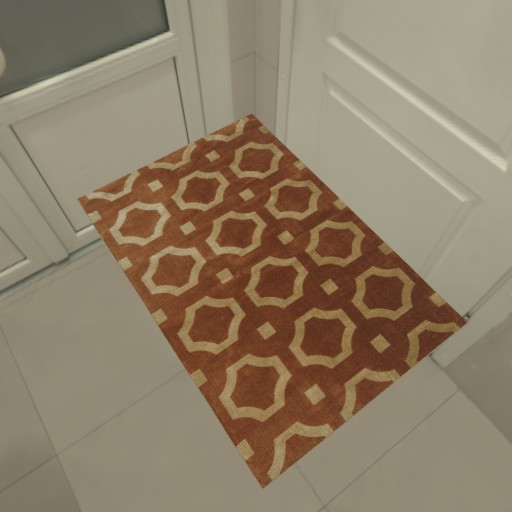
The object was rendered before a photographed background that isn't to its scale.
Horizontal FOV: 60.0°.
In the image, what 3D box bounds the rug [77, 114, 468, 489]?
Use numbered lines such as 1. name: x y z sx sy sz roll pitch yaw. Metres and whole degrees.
1. rug: 0.000 0.000 2.950 1.555 0.016 2.286 -31 64 -18
